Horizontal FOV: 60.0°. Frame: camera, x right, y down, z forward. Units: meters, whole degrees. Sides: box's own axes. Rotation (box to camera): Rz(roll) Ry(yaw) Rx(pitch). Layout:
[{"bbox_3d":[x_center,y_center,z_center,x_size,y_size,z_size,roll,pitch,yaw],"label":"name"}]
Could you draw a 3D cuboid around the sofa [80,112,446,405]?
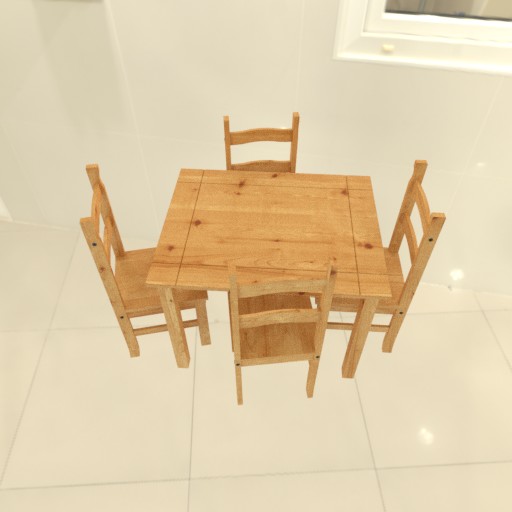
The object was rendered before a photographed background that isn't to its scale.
[{"bbox_3d":[0.000,0.000,2.268,1.529,1.000,1.144,3,47,3],"label":"sofa"}]
